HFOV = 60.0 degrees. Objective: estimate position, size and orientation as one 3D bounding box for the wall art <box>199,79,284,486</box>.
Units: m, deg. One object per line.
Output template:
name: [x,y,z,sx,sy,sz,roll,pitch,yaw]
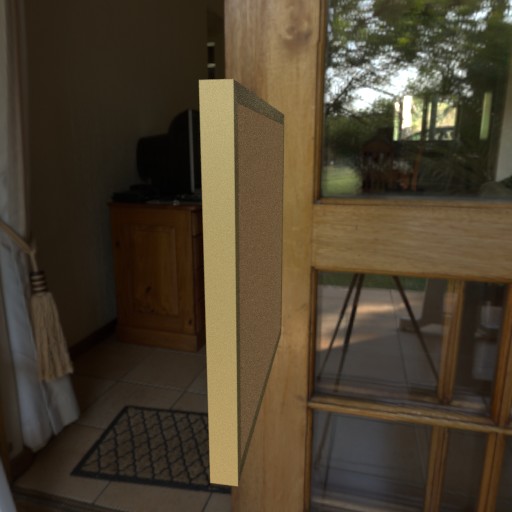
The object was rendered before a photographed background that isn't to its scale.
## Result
wall art: [0.000,0.000,0.776,0.038,0.508,0.507,2,14,9]
